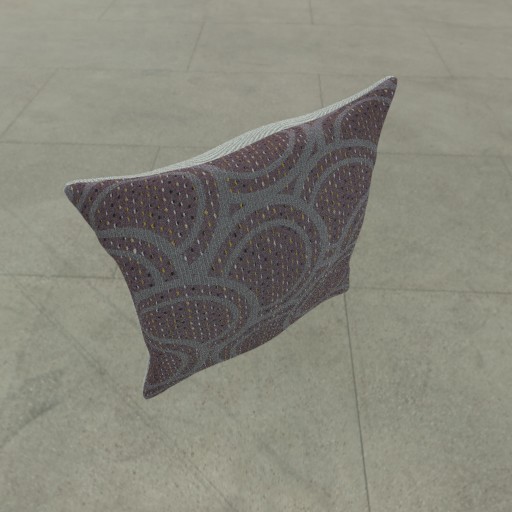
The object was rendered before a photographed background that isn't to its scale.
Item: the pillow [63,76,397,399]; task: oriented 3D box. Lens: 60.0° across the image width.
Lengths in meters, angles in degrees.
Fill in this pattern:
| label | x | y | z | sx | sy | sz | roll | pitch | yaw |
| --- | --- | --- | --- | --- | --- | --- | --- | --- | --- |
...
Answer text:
| label | x | y | z | sx | sy | sz | roll | pitch | yaw |
| --- | --- | --- | --- | --- | --- | --- | --- | --- | --- |
| pillow | 0.000 | 0.000 | 0.772 | 0.514 | 0.513 | 0.163 | -25 | 51 | -22 |
